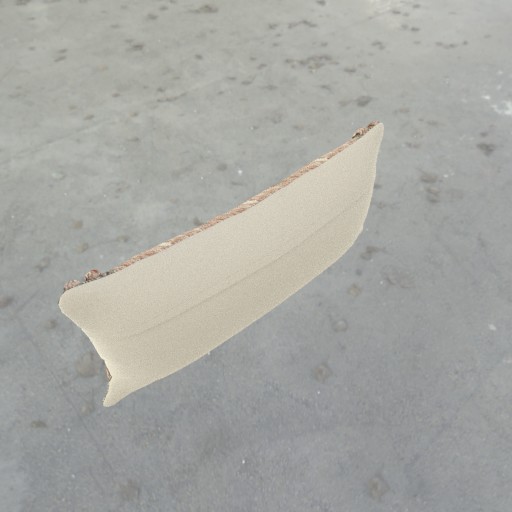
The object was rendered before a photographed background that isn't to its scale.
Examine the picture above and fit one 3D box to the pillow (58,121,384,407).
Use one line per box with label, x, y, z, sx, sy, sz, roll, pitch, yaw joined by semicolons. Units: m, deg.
pillow;0.000;0.000;0.752;0.635;0.282;0.139;-32;54;-27
